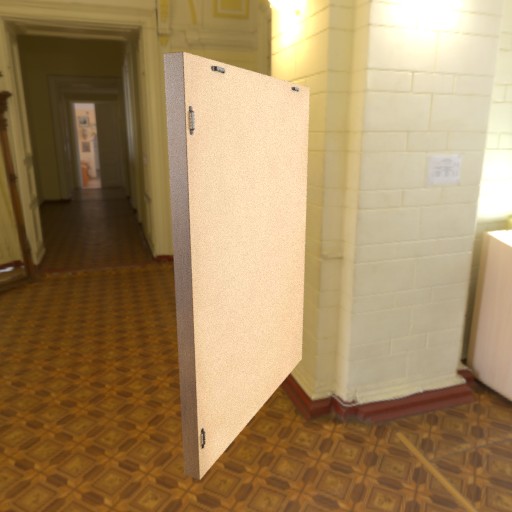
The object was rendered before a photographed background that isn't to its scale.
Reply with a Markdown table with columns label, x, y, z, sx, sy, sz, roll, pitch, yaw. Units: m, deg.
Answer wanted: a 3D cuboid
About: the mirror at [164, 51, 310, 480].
| label | x | y | z | sx | sy | sz | roll | pitch | yaw |
| --- | --- | --- | --- | --- | --- | --- | --- | --- | --- |
| mirror | 0.000 | 0.000 | 0.930 | 0.039 | 0.711 | 0.508 | 7 | 17 | 26 |
